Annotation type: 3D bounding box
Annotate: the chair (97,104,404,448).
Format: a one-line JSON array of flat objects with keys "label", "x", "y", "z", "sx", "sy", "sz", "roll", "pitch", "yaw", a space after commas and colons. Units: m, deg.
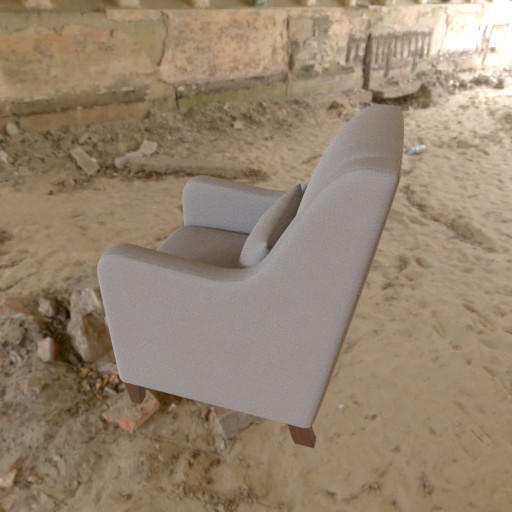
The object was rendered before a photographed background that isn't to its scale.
[{"label": "chair", "x": 0.000, "y": 0.000, "z": 1.585, "sx": 0.863, "sy": 1.010, "sz": 0.715, "roll": 8, "pitch": 31, "yaw": 14}]
